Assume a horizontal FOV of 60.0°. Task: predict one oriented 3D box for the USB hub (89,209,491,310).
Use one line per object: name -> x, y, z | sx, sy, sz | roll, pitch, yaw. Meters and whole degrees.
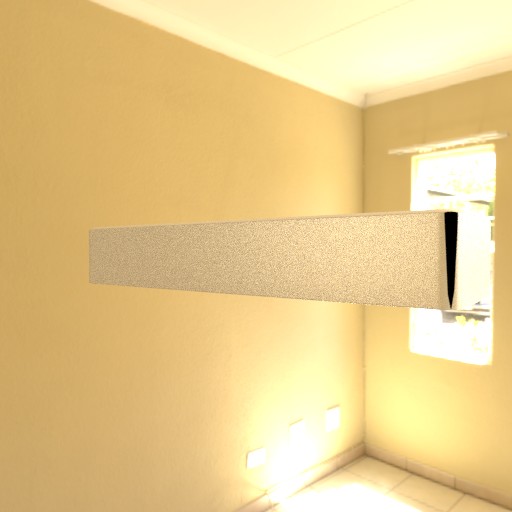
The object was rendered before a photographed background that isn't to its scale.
USB hub -> 0.000, 0.000, 0.159 | 0.145, 0.023, 0.044 | 1, 1, 37
